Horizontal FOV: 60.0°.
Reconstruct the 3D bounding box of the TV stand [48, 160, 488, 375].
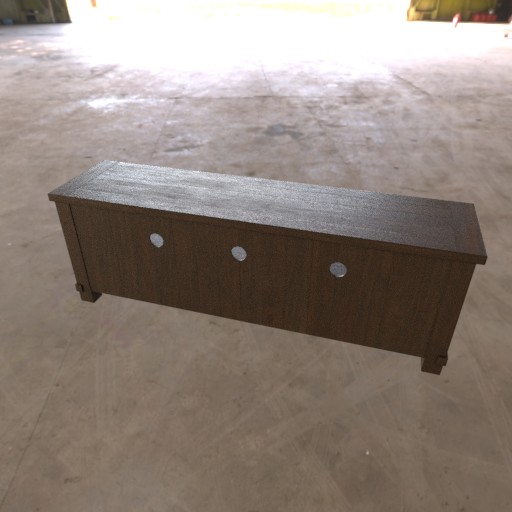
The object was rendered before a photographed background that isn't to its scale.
[{"bbox_3d":[0.000,0.000,2.156,1.866,0.615,0.471,9,33,14],"label":"TV stand"}]
